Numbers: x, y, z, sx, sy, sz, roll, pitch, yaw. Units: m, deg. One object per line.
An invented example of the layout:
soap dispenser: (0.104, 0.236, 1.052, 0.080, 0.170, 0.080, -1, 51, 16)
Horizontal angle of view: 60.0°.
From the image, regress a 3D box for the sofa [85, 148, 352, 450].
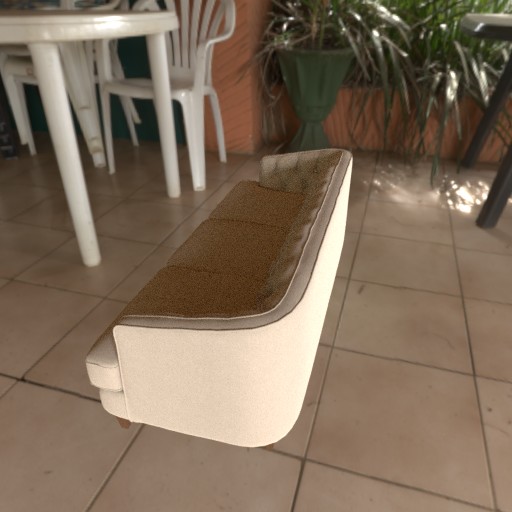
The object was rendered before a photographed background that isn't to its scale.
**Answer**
sofa: (0.000, 0.000, 2.739, 0.941, 0.855, 2.278, 8, 31, 14)
